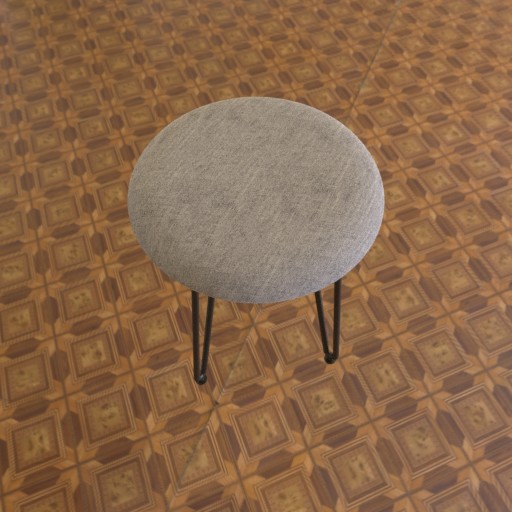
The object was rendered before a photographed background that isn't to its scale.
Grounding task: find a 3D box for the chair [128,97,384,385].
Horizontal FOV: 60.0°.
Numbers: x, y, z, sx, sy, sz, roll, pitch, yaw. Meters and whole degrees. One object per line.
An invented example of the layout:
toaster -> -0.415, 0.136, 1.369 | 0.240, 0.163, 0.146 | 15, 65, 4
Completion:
chair -> 0.000, 0.000, 0.675 | 0.350, 0.386, 0.350 | 32, 63, 18
